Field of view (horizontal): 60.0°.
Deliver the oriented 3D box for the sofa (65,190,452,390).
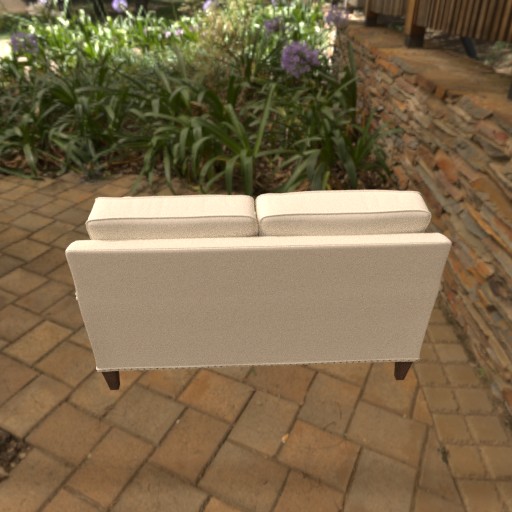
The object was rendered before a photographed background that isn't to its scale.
[{"bbox_3d":[0.000,0.000,2.340,1.597,1.003,1.084,-1,31,-2],"label":"sofa"}]
